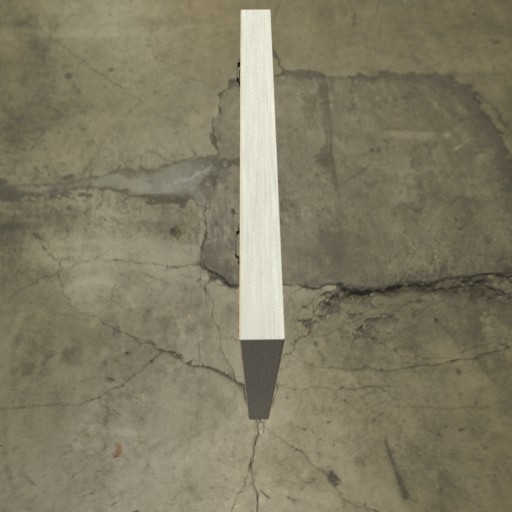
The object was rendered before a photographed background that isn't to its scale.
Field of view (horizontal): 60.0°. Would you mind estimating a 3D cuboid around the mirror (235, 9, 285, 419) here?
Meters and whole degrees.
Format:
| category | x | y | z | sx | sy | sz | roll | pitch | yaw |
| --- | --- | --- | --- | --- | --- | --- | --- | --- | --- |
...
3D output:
| category | x | y | z | sx | sy | sz | roll | pitch | yaw |
| --- | --- | --- | --- | --- | --- | --- | --- | --- | --- |
| mirror | 0.000 | 0.000 | 0.666 | 0.041 | 0.508 | 0.405 | -1 | 63 | 0 |
